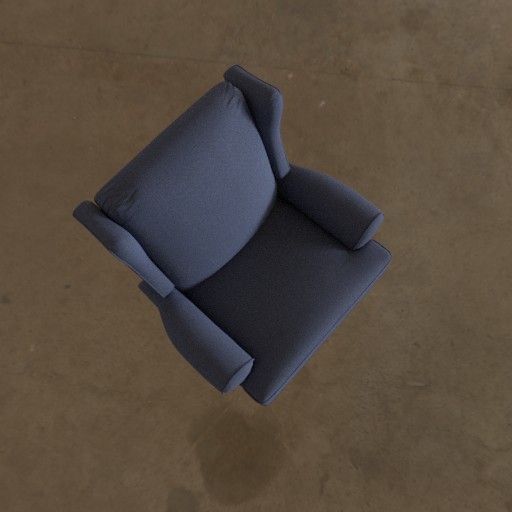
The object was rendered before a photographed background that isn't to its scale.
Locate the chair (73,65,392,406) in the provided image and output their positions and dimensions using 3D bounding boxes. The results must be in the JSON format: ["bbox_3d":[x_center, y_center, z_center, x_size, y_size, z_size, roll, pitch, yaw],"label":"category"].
[{"bbox_3d":[0.000,0.000,1.804,0.877,1.020,0.971,42,79,10],"label":"chair"}]
